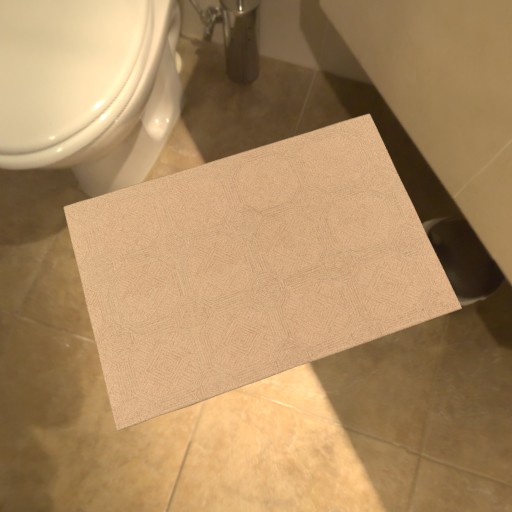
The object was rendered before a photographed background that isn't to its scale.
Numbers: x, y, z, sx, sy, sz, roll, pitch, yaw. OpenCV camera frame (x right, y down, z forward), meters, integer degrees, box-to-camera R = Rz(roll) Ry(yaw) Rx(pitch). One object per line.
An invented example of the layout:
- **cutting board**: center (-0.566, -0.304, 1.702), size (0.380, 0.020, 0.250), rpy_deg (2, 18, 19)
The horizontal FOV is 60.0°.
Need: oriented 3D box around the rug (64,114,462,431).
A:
- **rug**: center (0.000, 0.000, 2.378), size (1.839, 0.009, 1.236), rpy_deg (-18, 75, -5)
